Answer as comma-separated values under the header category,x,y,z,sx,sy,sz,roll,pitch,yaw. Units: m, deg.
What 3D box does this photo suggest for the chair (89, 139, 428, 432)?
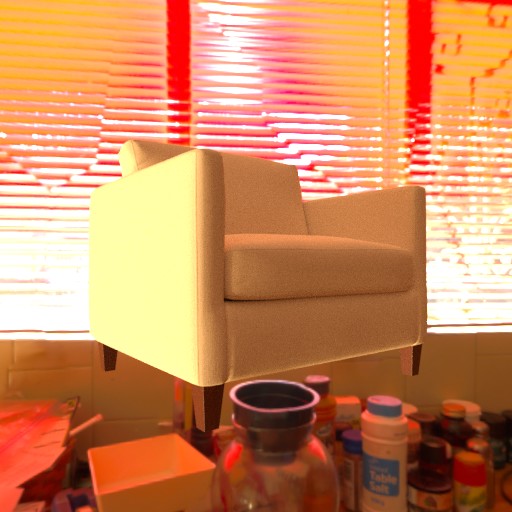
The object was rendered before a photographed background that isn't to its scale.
category,x,y,z,sx,sy,sz,roll,pitch,yaw
chair,0.000,0.000,1.688,1.019,0.885,0.878,0,-1,-37
